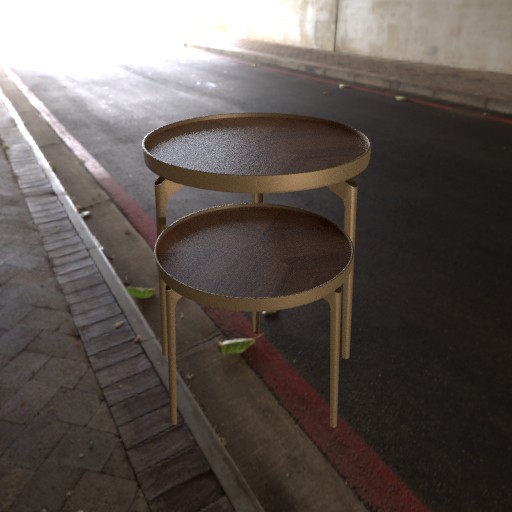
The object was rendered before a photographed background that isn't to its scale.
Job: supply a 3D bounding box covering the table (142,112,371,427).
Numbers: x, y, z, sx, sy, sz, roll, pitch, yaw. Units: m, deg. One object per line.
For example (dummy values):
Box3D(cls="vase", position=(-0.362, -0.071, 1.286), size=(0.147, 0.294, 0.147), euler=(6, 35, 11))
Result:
Box3D(cls="table", position=(0.000, 0.000, 1.119), size=(0.532, 0.555, 0.751), euler=(1, 30, 1))
